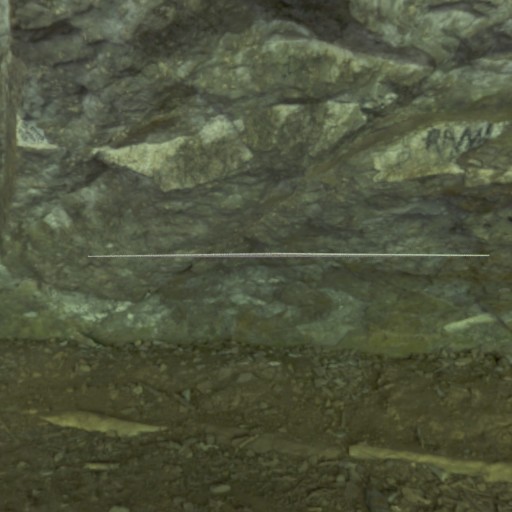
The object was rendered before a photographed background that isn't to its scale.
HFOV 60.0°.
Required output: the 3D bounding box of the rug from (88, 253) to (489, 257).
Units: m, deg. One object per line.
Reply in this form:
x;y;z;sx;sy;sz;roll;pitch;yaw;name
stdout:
0.000;0.000;2.327;1.217;0.005;1.818;0;0;-36;rug
